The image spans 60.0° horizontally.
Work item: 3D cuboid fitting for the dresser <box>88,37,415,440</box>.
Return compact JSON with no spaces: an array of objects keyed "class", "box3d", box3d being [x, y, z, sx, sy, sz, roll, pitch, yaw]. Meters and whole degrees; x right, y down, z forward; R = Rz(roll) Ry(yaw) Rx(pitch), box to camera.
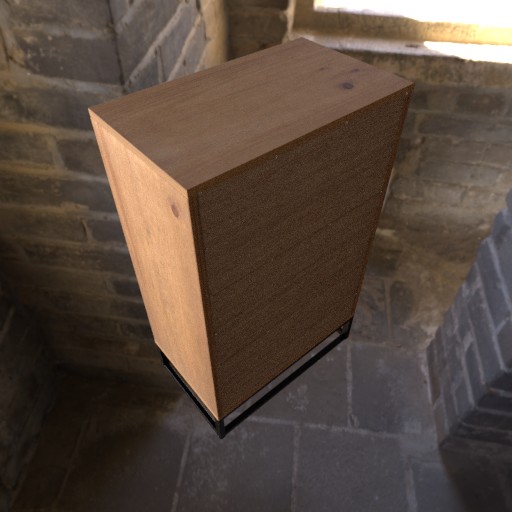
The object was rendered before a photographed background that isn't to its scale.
[{"class":"dresser","box3d":[0.000,0.000,1.624,0.761,1.240,0.479,-31,53,-27]}]
